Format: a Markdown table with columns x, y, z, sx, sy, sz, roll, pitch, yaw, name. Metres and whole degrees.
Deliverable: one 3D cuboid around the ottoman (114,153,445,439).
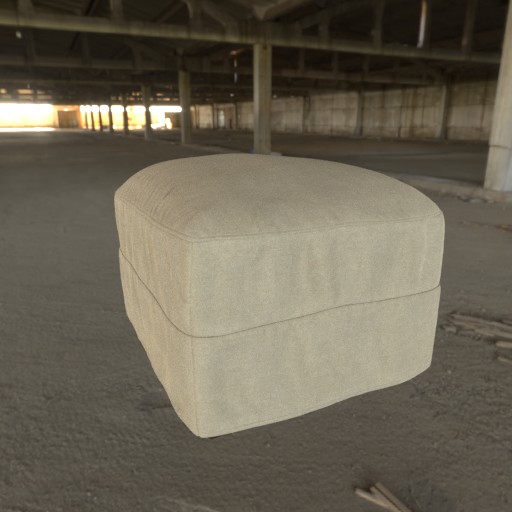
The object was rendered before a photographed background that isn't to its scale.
| x | y | z | sx | sy | sz | roll | pitch | yaw | name |
| --- | --- | --- | --- | --- | --- | --- | --- | --- | --- |
| 0.000 | 0.000 | 1.085 | 0.584 | 0.480 | 0.712 | -8 | 19 | -24 | ottoman |
